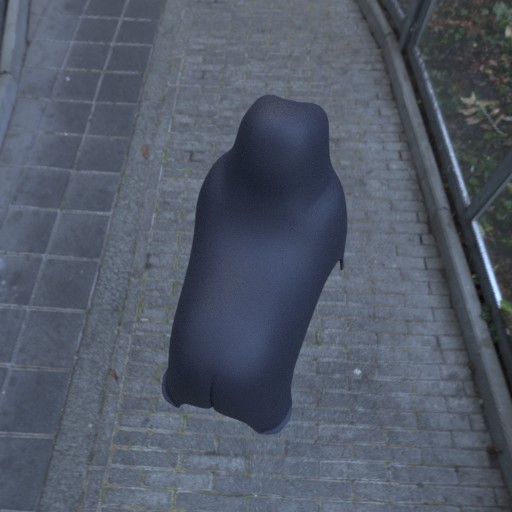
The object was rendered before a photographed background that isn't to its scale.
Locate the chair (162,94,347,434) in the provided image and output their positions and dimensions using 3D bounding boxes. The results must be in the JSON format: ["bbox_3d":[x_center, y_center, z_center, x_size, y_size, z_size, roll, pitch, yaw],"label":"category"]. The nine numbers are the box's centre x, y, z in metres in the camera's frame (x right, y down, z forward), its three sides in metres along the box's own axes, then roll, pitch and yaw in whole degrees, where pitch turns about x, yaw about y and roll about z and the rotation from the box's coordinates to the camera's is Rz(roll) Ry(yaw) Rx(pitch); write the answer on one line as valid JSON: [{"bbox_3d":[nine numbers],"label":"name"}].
[{"bbox_3d":[0.000,0.000,1.147,0.490,0.600,0.758,15,63,8],"label":"chair"}]
